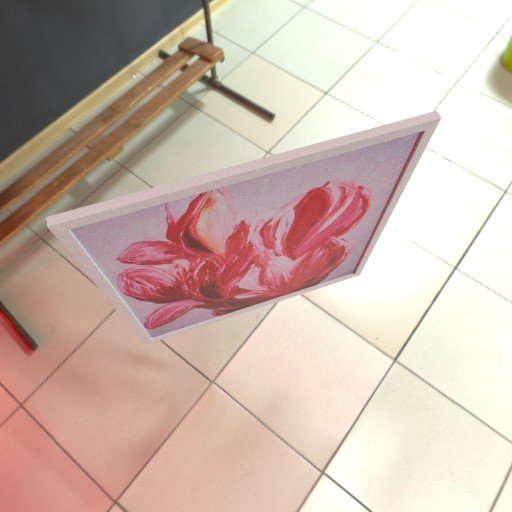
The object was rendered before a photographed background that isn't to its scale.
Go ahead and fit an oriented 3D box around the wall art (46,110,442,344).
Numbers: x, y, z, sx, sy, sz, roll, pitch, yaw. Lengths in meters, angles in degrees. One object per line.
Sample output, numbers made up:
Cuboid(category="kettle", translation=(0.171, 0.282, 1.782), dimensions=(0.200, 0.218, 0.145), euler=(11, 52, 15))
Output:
Cuboid(category="wall art", translation=(0.000, 0.000, 1.223), dimensions=(0.805, 0.803, 0.022), euler=(-17, 65, -8))
